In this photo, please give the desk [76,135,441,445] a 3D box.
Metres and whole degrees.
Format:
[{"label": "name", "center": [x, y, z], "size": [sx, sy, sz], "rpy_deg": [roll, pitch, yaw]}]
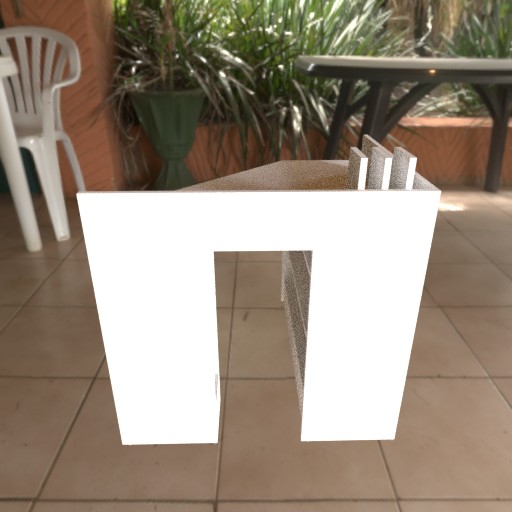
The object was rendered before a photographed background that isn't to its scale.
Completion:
[{"label": "desk", "center": [0.000, 0.000, 1.743], "size": [0.940, 0.986, 0.940], "rpy_deg": [-1, 26, -1]}]
